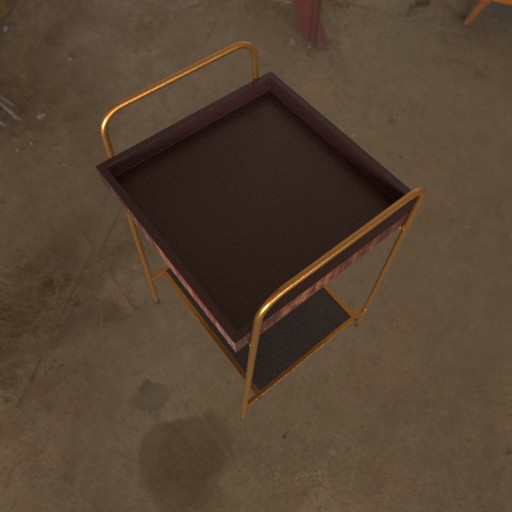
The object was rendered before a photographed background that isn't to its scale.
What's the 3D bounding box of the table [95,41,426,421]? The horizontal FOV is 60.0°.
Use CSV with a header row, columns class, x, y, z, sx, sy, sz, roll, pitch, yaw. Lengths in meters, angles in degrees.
class,x,y,z,sx,sy,sz,roll,pitch,yaw
table,0.000,0.000,0.986,0.430,0.710,0.430,-35,67,-17
